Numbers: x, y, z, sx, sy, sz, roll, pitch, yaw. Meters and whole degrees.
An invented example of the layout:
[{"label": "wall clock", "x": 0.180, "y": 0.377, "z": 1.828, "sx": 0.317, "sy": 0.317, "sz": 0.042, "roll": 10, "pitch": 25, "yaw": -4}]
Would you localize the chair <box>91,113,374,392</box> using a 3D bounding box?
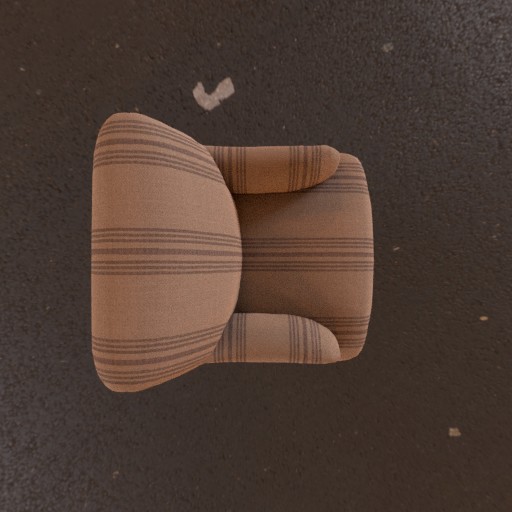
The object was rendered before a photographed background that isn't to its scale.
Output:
[{"label": "chair", "x": 0.000, "y": 0.000, "z": 1.599, "sx": 0.914, "sy": 0.940, "sz": 0.813, "roll": 0, "pitch": 89, "yaw": 0}]
